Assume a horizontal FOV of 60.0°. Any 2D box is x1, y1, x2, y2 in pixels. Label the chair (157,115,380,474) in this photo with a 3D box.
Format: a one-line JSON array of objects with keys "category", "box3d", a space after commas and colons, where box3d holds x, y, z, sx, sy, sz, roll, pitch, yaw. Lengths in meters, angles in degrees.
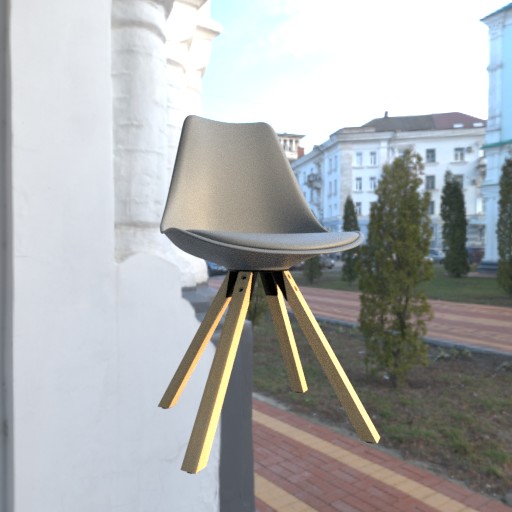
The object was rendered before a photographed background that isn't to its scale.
[{"category": "chair", "box3d": [0.000, 0.000, 1.152, 0.485, 0.850, 0.549, 0, 1, -19]}]
